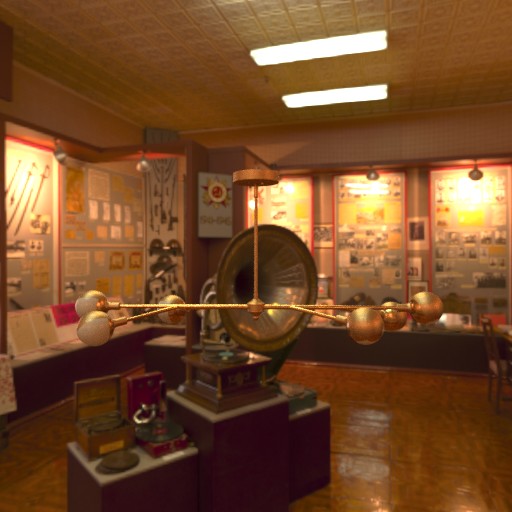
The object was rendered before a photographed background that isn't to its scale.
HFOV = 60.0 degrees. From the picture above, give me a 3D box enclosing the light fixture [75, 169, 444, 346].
[{"bbox_3d":[0.000,0.000,0.976,0.778,0.362,0.434,0,0,19],"label":"light fixture"}]
